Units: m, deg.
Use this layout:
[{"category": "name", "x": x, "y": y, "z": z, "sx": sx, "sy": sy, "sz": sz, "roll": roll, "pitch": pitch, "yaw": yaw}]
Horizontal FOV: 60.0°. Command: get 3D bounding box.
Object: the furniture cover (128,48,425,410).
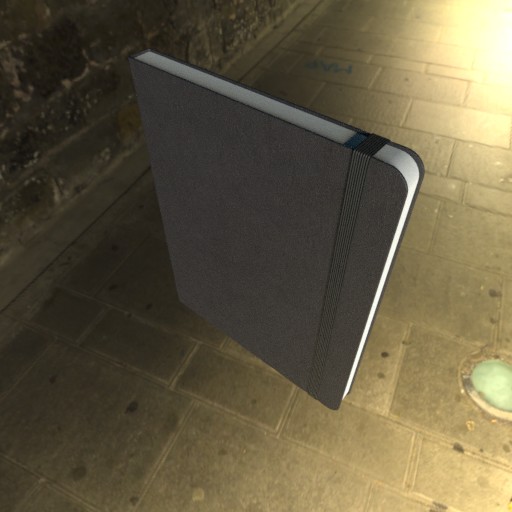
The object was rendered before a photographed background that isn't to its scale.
[{"category": "furniture cover", "x": 0.000, "y": 0.000, "z": 0.372, "sx": 0.216, "sy": 0.281, "sz": 0.023, "roll": 31, "pitch": 54, "yaw": 26}]
